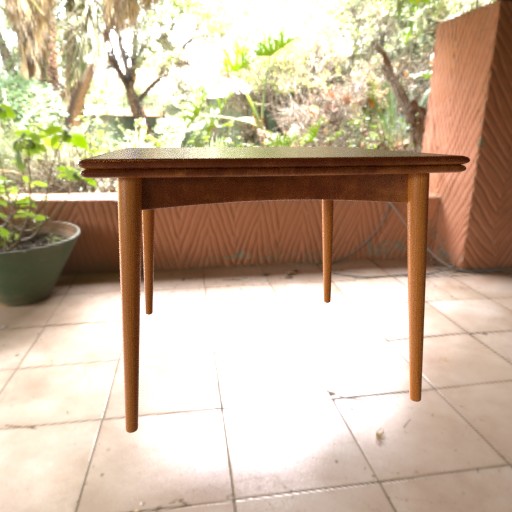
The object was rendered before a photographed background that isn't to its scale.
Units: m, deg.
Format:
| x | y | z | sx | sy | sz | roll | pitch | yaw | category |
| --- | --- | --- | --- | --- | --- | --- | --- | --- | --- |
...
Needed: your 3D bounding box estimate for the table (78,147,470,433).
| x | y | z | sx | sy | sz | roll | pitch | yaw | category |
| --- | --- | --- | --- | --- | --- | --- | --- | --- | --- |
| 0.000 | 0.000 | 1.632 | 0.991 | 0.754 | 0.991 | -3 | 16 | -10 | table |
